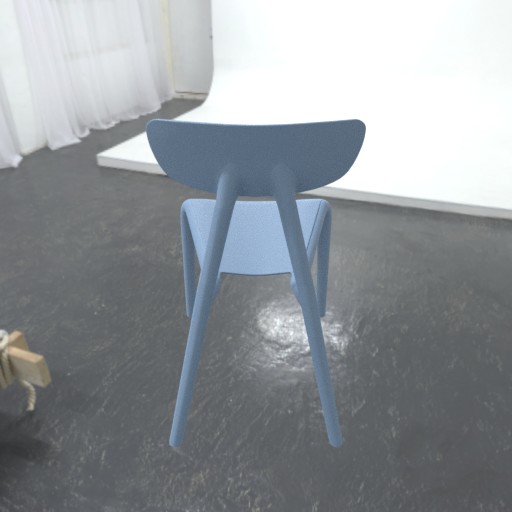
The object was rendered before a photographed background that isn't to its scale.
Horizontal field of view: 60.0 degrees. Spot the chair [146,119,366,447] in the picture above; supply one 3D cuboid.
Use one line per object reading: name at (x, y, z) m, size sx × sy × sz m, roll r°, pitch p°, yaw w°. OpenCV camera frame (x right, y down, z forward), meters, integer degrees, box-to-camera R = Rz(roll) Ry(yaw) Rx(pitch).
chair at (0.000, 0.000, 0.834) m, size 0.356 × 0.580 × 0.401 m, roll 0°, pitch 31°, yaw 0°
